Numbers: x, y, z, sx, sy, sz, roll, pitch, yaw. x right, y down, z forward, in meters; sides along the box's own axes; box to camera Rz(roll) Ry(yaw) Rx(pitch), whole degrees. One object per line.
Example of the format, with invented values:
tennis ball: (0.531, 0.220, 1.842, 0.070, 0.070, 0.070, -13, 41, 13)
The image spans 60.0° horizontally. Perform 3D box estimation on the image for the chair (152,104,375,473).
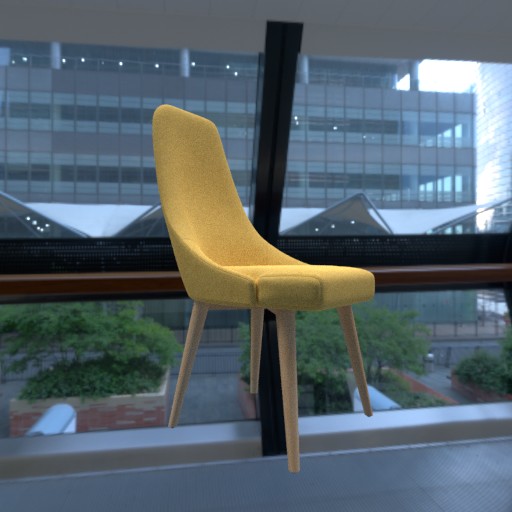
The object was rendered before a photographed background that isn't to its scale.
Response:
chair: (0.000, 0.000, 1.415, 0.660, 1.040, 0.510, 0, -1, 36)
